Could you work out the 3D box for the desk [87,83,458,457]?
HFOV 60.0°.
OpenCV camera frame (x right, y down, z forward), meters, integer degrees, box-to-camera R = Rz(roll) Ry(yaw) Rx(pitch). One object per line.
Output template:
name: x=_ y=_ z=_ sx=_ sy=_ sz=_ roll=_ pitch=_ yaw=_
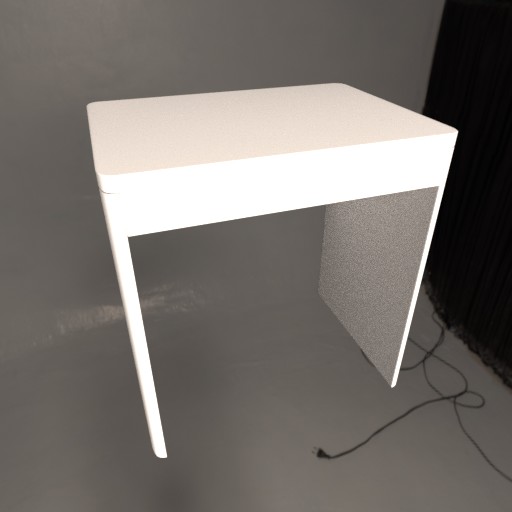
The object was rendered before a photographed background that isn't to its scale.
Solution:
desk: x=0.000 y=0.000 z=1.281 sx=0.762 sy=0.800 sz=0.549 roll=-11 pitch=34 yaw=-16
